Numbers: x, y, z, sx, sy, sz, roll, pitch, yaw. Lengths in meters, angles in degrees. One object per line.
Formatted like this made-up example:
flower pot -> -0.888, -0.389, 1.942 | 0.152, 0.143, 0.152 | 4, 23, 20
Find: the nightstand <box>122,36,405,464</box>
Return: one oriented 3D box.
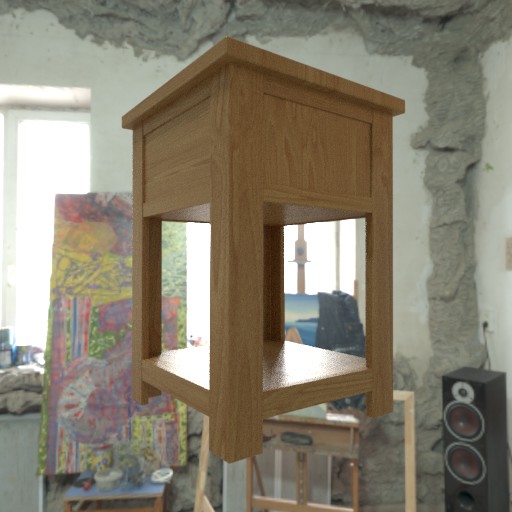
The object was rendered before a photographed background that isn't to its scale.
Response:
nightstand -> 0.000, 0.000, 0.916 | 0.418, 0.614, 0.428 | 1, -1, -36
